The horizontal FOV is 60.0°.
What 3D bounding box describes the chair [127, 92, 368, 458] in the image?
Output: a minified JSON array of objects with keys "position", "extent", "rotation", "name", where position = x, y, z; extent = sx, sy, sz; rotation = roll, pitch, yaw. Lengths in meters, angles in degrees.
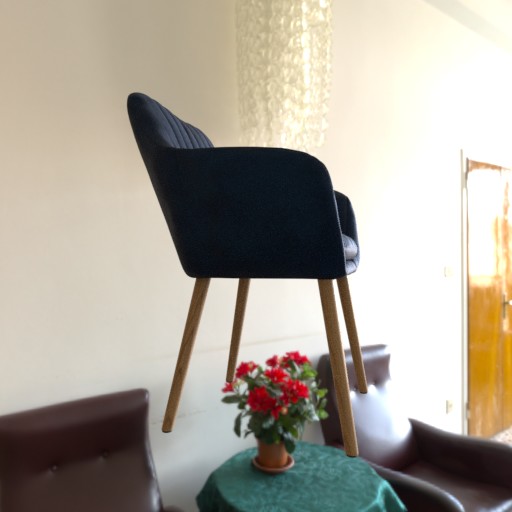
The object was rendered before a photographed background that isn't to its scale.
[{"position":[0.000,0.000,1.208],"extent":[0.573,0.826,0.578],"rotation":[0,0,17],"name":"chair"}]
